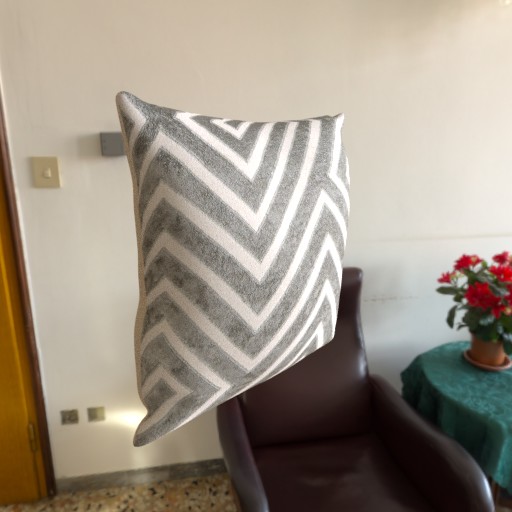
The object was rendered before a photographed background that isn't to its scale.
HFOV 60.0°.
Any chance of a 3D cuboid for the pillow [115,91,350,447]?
[{"bbox_3d":[0.000,0.000,0.668,0.182,0.441,0.440,14,21,42],"label":"pillow"}]
